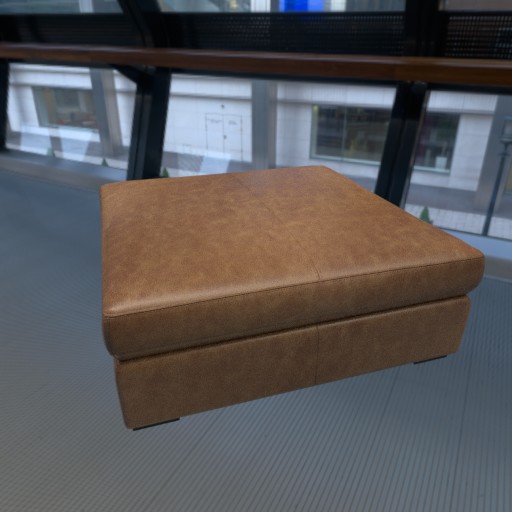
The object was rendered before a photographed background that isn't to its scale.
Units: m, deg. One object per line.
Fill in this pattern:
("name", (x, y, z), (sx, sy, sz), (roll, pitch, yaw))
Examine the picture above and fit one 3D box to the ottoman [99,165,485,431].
("ottoman", (0.000, 0.000, 1.801), (1.169, 0.483, 1.168), (-8, 27, -16))
